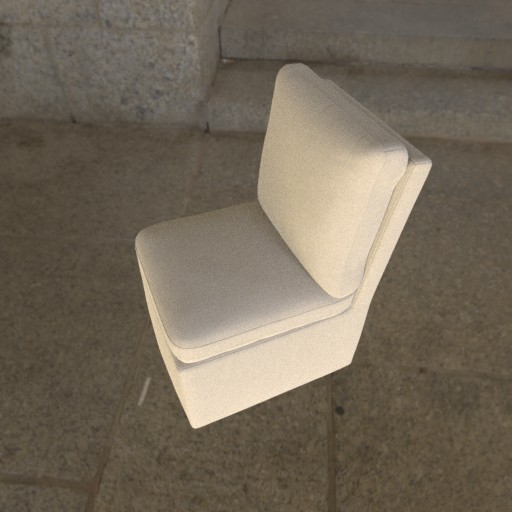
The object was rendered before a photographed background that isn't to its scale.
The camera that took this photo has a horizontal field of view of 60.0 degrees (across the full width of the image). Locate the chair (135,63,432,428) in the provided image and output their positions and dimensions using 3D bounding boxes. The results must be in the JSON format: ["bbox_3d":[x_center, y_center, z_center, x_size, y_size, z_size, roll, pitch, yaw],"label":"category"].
[{"bbox_3d":[0.000,0.000,1.352,0.698,0.927,0.503,-18,48,-16],"label":"chair"}]
